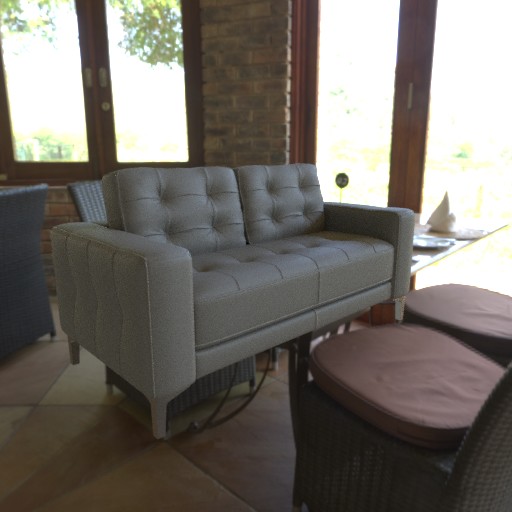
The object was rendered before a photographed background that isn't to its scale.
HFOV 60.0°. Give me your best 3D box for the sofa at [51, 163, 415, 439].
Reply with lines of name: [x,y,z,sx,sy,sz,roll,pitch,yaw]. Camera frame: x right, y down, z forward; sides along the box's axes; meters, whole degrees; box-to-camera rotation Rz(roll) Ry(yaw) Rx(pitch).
sofa: [0.000,0.000,2.234,1.726,0.893,0.833,-12,18,-42]
